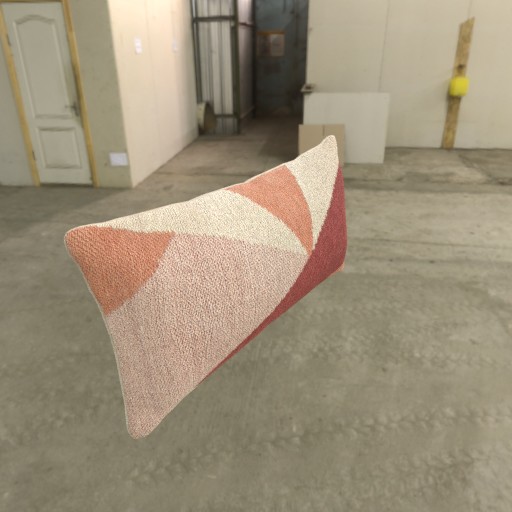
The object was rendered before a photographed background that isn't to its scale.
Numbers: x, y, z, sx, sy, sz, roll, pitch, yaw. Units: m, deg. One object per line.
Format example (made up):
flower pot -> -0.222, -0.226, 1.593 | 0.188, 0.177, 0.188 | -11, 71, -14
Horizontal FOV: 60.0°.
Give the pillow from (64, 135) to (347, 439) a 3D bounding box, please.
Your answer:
pillow -> 0.000, 0.000, 0.725 | 0.155, 0.292, 0.609 | 18, 31, 32
